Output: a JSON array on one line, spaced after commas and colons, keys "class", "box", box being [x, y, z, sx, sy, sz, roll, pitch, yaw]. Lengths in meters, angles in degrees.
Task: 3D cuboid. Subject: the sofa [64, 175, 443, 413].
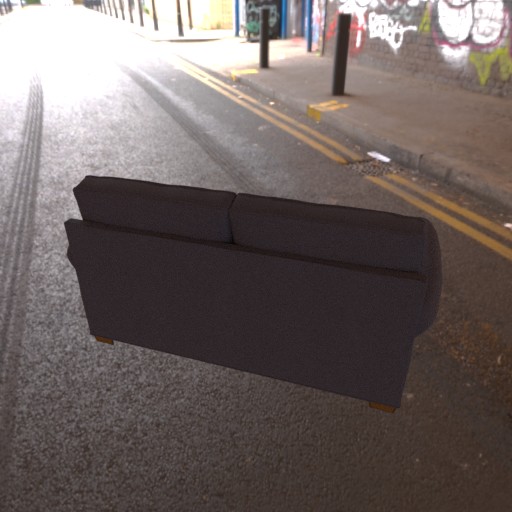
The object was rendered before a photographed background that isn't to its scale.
[{"class": "sofa", "box": [0.000, 0.000, 2.586, 2.009, 1.031, 0.951, 9, 32, 15]}]
